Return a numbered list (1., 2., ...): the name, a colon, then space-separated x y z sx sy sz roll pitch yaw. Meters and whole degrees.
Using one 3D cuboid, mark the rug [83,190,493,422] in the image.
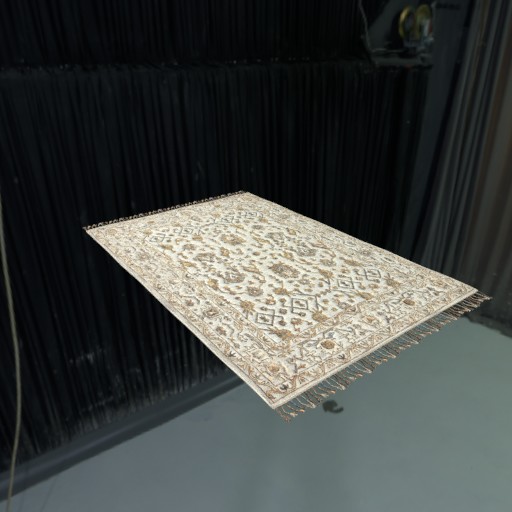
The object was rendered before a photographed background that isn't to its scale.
1. rug: 0.000 0.000 2.957 1.529 0.027 2.434 -18 32 -33
